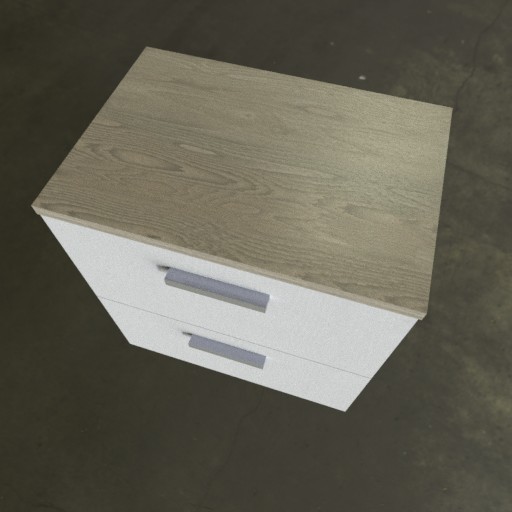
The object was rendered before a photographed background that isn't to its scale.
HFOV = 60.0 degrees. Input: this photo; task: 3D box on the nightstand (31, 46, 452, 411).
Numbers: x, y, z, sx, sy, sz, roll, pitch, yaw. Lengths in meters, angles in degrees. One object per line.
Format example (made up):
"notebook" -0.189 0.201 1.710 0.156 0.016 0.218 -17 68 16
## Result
"nightstand" 0.000 0.000 0.736 0.442 0.461 0.325 15 60 9
